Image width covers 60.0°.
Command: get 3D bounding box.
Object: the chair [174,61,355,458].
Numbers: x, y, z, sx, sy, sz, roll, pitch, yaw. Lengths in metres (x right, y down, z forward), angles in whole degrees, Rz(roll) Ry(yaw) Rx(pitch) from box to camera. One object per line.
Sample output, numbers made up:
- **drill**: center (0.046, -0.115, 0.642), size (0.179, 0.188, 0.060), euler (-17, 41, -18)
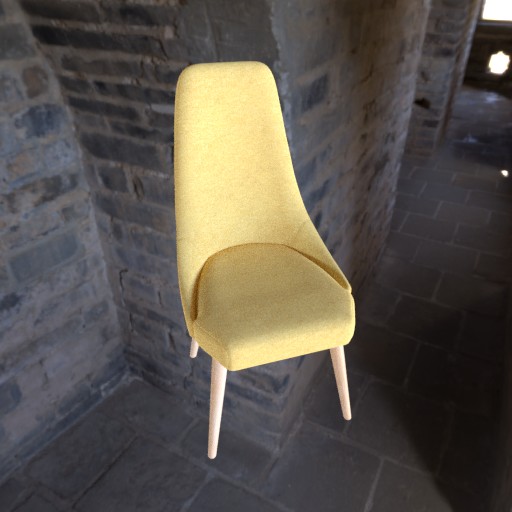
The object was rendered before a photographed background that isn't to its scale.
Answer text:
- **chair**: center (0.000, 0.000, 1.389), size (0.510, 1.040, 0.660), euler (-10, 33, -15)
